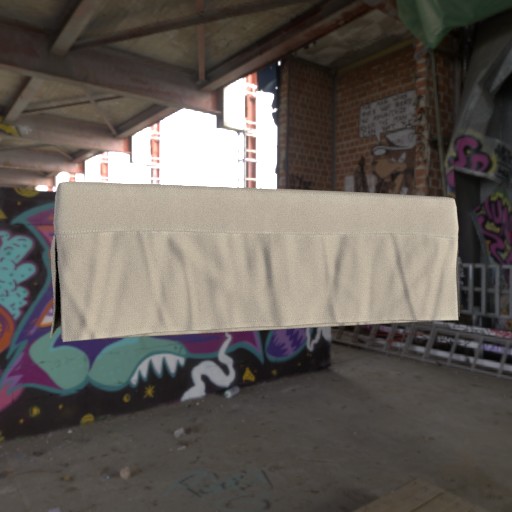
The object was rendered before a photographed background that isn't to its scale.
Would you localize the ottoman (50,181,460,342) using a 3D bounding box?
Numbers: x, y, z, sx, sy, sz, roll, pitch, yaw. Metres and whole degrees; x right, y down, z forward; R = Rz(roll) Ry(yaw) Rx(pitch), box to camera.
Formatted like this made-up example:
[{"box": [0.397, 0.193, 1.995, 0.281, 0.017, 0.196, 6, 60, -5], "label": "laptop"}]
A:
[{"box": [0.000, 0.000, 1.703, 1.388, 0.457, 0.665, 0, 1, -17], "label": "ottoman"}]
